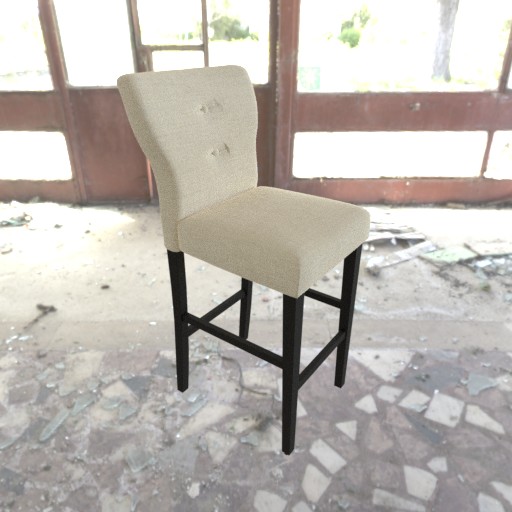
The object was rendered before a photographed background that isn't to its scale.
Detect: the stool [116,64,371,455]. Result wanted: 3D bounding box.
[{"bbox_3d":[0.000,0.000,1.464,0.603,1.124,0.516,19,33,32],"label":"stool"}]
